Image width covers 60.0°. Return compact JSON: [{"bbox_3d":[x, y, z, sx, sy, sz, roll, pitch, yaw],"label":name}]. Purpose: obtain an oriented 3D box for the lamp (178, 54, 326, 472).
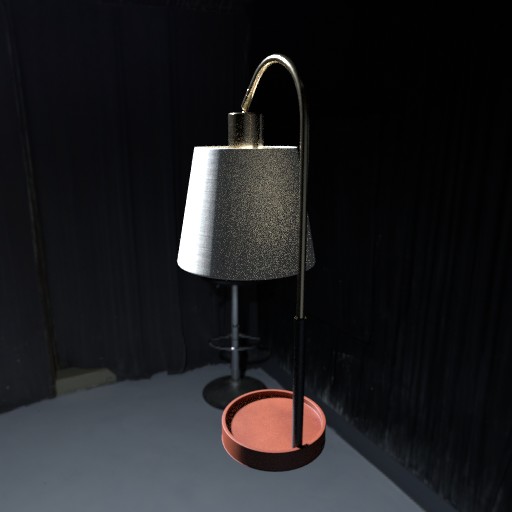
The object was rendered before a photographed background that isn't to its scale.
[{"bbox_3d":[0.000,0.000,0.656,0.211,0.536,0.273,-8,17,-26],"label":"lamp"}]
